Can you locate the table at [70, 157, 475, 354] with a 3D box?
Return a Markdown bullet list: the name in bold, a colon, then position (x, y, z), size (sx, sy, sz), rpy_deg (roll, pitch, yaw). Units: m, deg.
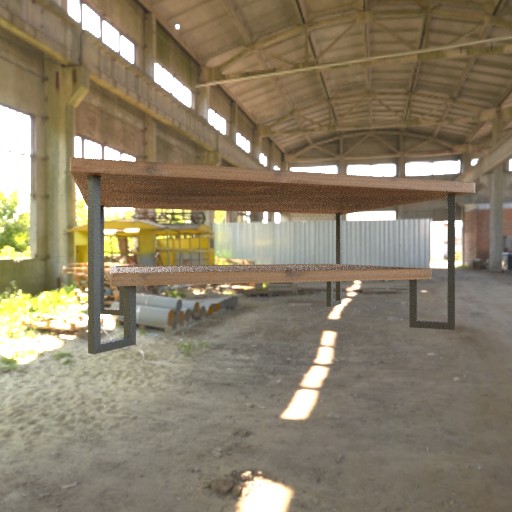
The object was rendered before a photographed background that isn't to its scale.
- **table**: position (0.000, 0.000, 1.685), size (1.238, 0.492, 0.877), rpy_deg (0, 0, -18)
